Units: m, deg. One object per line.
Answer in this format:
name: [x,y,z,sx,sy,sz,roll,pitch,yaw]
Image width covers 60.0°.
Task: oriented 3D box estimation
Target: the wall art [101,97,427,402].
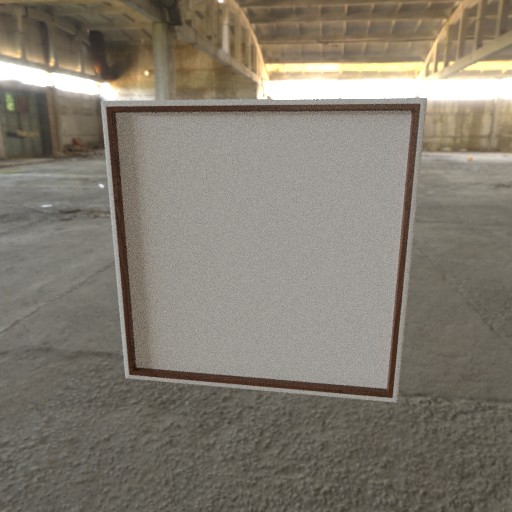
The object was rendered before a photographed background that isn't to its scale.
wall art: [0.000,0.000,1.135,0.757,0.757,0.037,2,16,9]
